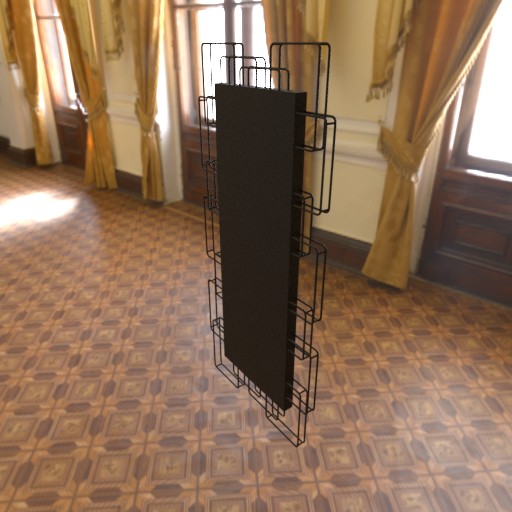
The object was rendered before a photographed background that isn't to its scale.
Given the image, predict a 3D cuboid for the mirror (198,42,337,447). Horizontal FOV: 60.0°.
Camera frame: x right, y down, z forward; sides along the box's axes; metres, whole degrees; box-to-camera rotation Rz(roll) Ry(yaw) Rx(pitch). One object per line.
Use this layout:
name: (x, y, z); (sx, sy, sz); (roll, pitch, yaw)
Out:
mirror: (0.000, 0.000, 1.372); (0.037, 1.192, 0.565); (-18, 31, -32)
